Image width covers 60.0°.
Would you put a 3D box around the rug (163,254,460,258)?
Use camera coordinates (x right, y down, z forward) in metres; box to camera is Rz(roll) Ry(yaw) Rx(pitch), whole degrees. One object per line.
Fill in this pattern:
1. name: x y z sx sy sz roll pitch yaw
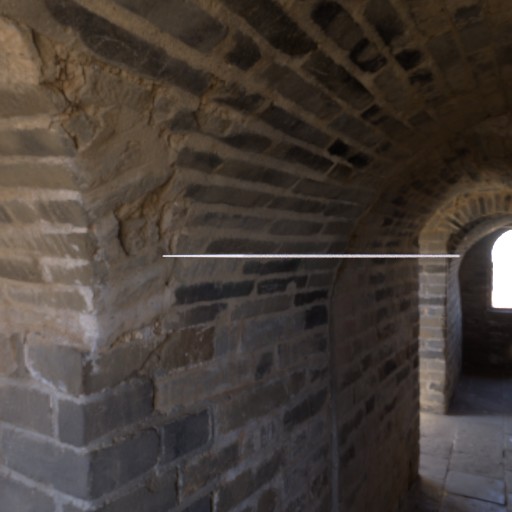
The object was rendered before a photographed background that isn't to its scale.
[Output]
1. rug: 0.000 0.000 2.690 0.864 0.012 2.388 0 0 -18
